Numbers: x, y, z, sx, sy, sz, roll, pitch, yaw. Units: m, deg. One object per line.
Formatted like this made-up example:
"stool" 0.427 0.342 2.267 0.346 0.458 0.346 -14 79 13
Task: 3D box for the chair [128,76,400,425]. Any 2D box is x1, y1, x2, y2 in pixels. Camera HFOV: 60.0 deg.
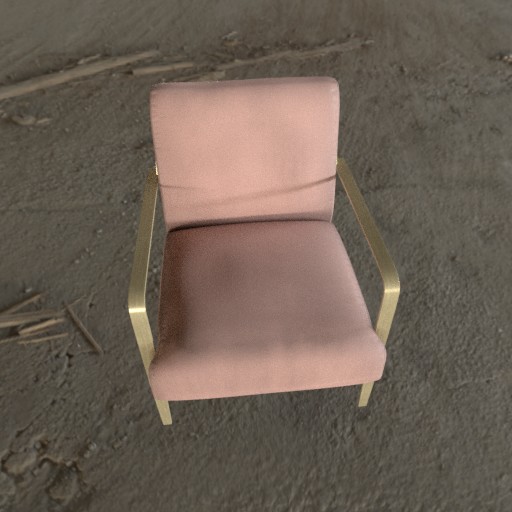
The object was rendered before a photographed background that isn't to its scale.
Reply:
"chair" 0.000 0.000 1.454 0.701 0.823 0.848 -4 47 -4
